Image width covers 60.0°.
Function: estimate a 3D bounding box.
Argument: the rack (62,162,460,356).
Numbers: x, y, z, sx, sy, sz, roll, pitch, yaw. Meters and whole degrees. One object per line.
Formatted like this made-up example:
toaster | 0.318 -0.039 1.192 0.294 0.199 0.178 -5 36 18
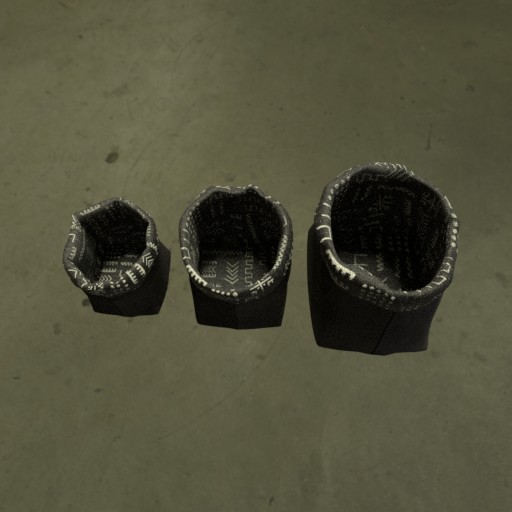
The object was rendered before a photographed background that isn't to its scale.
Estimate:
rack | 0.000 0.000 1.073 0.905 0.323 0.379 2 59 1
